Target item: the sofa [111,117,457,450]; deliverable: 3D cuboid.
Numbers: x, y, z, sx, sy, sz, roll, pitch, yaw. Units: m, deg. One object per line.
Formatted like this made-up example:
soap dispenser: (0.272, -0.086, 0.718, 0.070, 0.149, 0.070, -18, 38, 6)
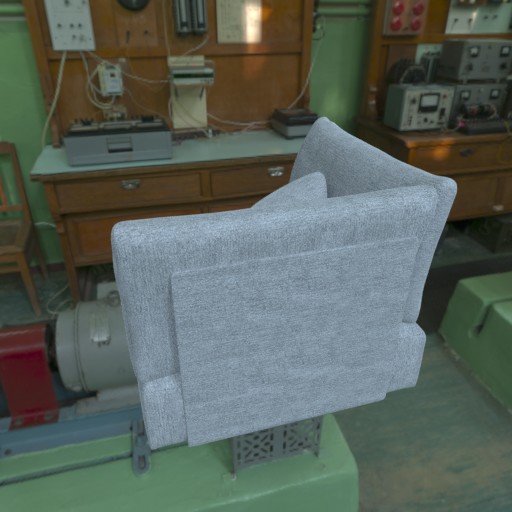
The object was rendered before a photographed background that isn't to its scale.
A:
sofa: (0.000, 0.000, 1.722, 1.000, 0.820, 1.000, -8, 30, -14)
